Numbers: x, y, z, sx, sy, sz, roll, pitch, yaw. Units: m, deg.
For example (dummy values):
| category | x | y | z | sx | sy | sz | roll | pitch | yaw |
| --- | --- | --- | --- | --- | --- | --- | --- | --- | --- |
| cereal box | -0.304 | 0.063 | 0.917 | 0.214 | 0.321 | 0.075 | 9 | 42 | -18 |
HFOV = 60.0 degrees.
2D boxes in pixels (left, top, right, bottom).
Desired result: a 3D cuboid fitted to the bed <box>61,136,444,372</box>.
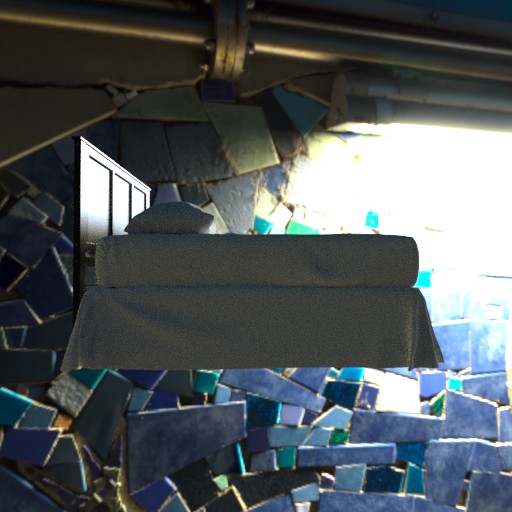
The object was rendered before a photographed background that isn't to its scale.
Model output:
| category | x | y | z | sx | sy | sz | roll | pitch | yaw |
| --- | --- | --- | --- | --- | --- | --- | --- | --- | --- |
| bed | 0.000 | 0.000 | 3.233 | 2.050 | 1.270 | 1.870 | 0 | -1 | 0 |
